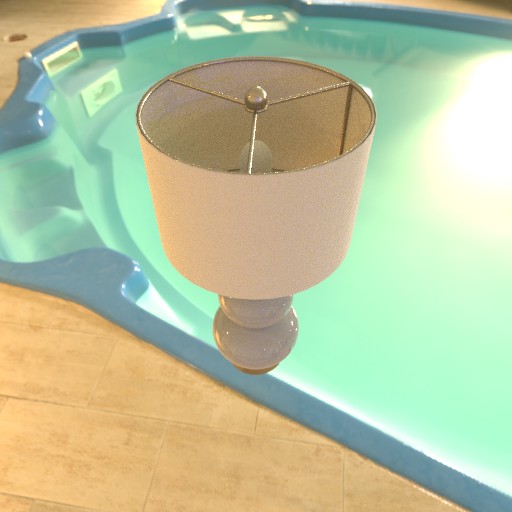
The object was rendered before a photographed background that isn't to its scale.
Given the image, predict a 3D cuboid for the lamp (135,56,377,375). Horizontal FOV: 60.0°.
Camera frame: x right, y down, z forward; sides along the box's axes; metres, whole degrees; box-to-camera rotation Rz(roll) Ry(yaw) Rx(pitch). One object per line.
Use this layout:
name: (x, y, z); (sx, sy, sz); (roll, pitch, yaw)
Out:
lamp: (0.000, 0.000, 0.928); (0.367, 0.730, 0.367); (11, 47, 10)
